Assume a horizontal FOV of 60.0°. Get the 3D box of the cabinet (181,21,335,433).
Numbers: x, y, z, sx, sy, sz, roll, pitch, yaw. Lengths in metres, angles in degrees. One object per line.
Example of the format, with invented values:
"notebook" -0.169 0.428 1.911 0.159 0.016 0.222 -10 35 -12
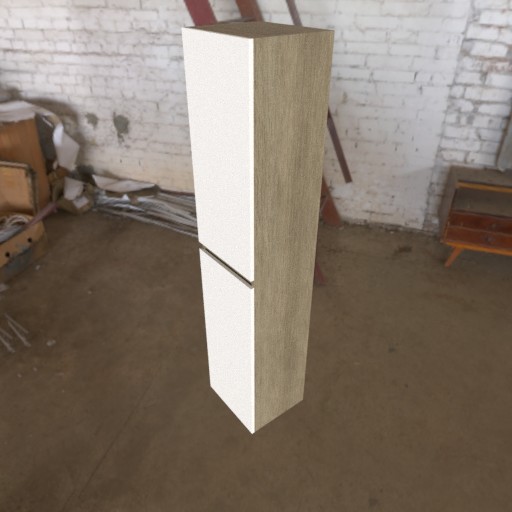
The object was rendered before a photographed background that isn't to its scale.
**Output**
"cabinet" 0.000 0.000 1.527 0.270 1.400 0.300 -23 39 -31
